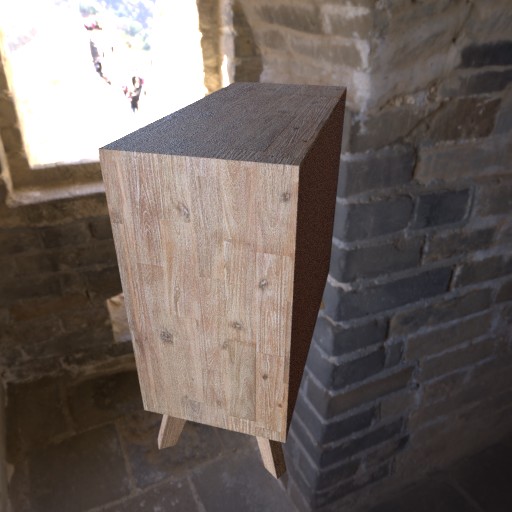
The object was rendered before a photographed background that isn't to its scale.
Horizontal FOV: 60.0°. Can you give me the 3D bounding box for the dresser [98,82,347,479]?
[{"bbox_3d":[0.000,0.000,1.603,0.455,1.029,0.998,8,31,13],"label":"dresser"}]
